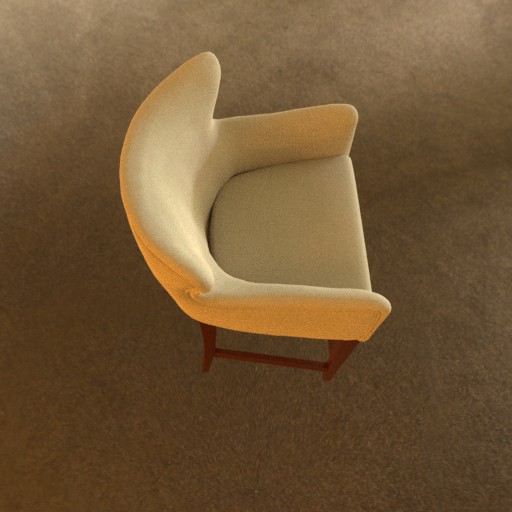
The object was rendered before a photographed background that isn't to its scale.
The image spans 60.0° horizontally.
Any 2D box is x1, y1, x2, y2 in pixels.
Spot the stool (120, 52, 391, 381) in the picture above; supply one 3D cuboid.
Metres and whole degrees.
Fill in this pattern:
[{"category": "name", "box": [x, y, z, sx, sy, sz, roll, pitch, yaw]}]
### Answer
[{"category": "stool", "box": [0.000, 0.000, 1.315, 0.570, 0.951, 0.601, -1, 62, 0]}]
